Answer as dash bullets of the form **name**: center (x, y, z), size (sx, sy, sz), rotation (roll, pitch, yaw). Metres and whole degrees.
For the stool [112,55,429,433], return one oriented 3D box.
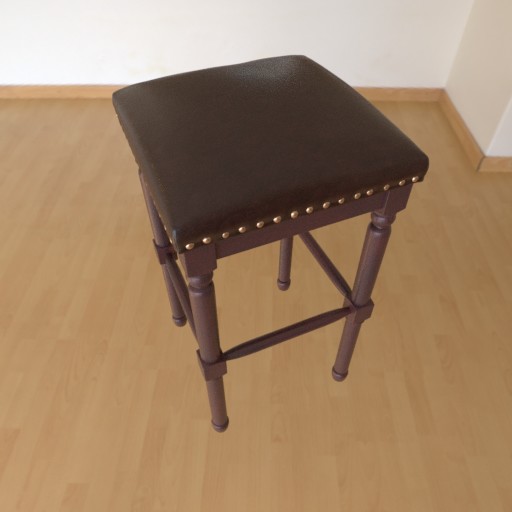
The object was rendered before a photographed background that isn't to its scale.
- **stool**: center (0.000, 0.000, 0.910), size (0.382, 0.702, 0.383), rotation (-18, 49, -16)
